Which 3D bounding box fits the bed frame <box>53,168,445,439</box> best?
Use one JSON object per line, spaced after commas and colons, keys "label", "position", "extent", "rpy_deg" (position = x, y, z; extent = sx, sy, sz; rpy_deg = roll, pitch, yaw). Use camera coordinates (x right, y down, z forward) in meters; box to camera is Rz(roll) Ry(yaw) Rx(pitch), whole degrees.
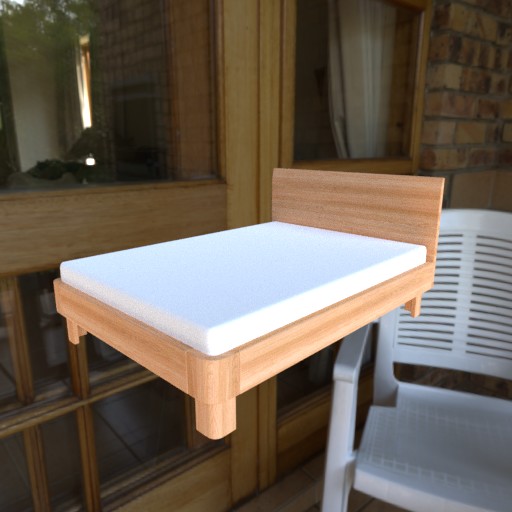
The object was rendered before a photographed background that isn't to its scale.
{"label": "bed frame", "position": [0.000, 0.000, 2.789], "extent": [1.472, 0.940, 1.992], "rpy_deg": [14, 20, 42]}
